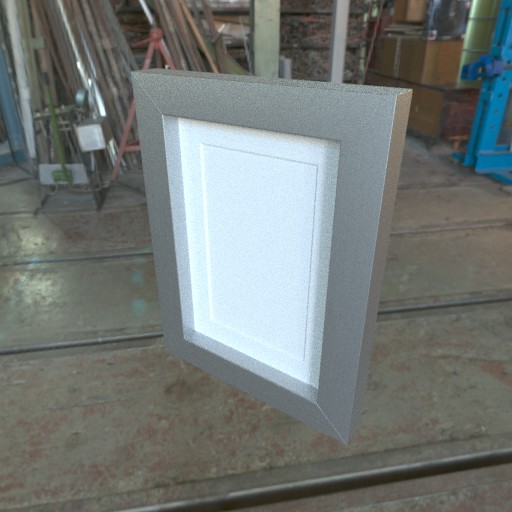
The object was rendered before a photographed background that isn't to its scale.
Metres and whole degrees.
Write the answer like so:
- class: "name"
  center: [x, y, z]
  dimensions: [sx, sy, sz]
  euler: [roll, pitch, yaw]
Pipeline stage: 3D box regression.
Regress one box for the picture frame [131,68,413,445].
- class: "picture frame"
  center: [0.000, 0.000, 0.277]
  dimensions: [0.157, 0.208, 0.028]
  euler: [18, 33, 30]
